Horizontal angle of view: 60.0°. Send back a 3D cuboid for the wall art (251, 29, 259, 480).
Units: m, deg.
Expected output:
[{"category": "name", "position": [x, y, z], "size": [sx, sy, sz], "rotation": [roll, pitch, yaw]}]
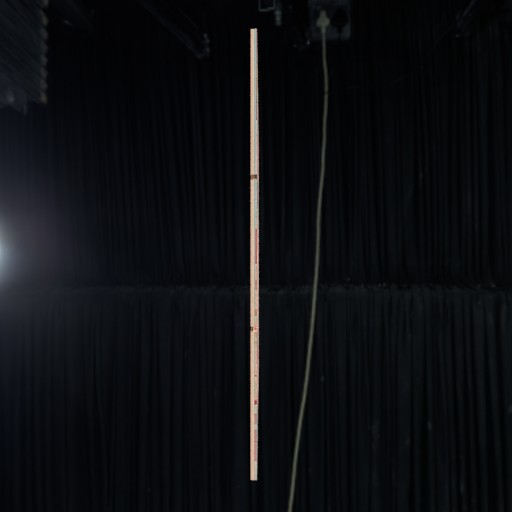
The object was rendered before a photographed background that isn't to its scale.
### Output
[{"category": "wall art", "position": [0.000, 0.000, 1.348], "size": [0.012, 0.910, 0.911], "rotation": [0, -1, 1]}]
